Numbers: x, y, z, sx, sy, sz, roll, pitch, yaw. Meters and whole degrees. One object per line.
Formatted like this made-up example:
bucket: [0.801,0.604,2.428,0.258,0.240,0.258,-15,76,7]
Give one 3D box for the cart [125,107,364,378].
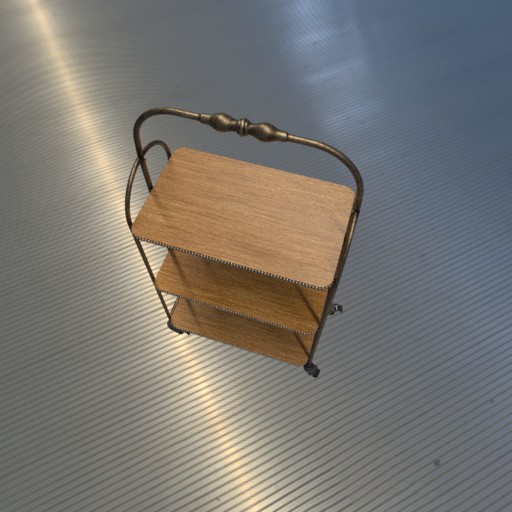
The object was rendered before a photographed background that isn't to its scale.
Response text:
cart: [0.000,0.000,1.355,0.650,1.052,0.330,15,60,9]
